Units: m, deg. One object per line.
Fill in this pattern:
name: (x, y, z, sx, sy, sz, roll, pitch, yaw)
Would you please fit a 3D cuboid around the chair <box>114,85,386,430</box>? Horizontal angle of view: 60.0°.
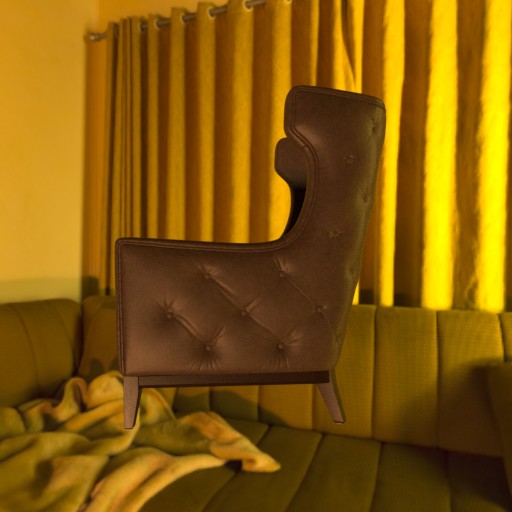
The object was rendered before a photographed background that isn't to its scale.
chair: (0.000, 0.000, 1.724, 0.899, 1.079, 0.769, 0, 0, 0)
